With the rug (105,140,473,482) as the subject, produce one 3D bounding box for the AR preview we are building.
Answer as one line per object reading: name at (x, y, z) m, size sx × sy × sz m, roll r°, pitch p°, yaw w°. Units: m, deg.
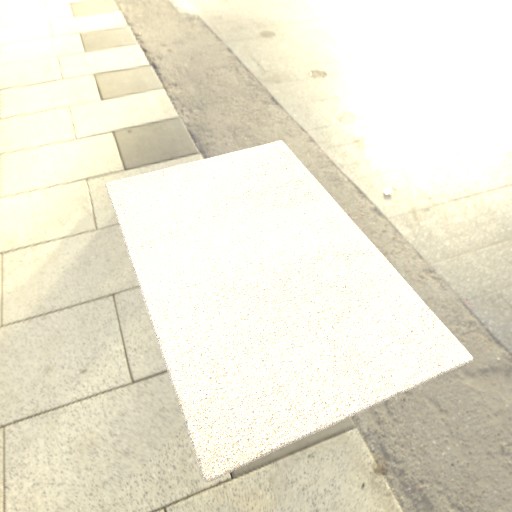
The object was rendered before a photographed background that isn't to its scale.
rug at (0.000, 0.000, 3.386) m, size 1.778 × 0.030 × 2.743 m, roll -18°, pitch 49°, yaw -16°
